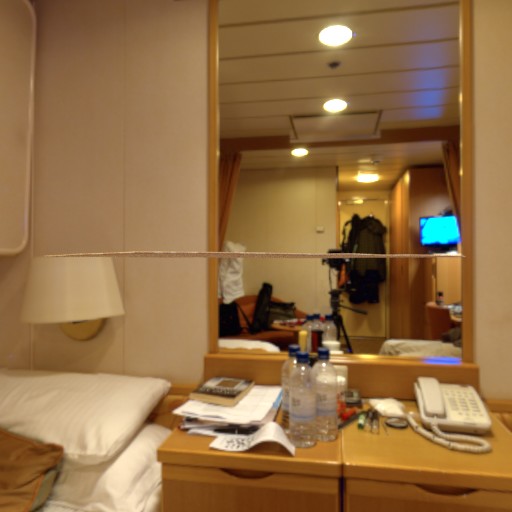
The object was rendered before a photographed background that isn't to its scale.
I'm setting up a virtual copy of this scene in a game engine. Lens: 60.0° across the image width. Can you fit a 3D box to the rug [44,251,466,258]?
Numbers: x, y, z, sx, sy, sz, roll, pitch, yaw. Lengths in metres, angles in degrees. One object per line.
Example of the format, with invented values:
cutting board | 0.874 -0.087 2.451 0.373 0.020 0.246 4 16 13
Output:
rug | 0.000 0.000 4.324 3.365 0.020 2.452 0 -1 -37
